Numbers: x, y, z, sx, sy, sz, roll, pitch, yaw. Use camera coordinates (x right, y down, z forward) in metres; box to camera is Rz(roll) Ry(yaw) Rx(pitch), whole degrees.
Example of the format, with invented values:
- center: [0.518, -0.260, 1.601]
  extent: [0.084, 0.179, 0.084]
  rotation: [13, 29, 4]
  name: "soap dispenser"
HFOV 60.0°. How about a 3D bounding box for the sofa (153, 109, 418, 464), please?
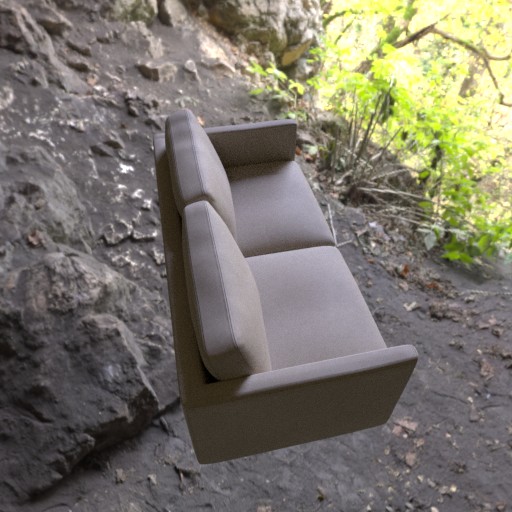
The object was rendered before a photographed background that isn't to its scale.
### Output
- center: [0.000, 0.000, 2.421]
  extent: [0.950, 0.940, 1.846]
  rotation: [-9, 48, -8]
  name: "sofa"
